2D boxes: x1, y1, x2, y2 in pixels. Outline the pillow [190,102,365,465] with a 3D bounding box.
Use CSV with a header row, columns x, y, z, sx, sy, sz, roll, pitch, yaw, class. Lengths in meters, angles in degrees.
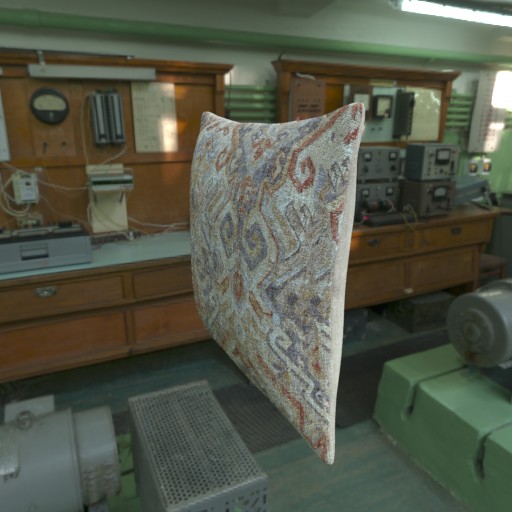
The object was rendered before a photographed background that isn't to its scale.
x,y,z,sx,sy,sz,roll,pitch,yaw,class
0.000,0.000,0.799,0.166,0.506,0.523,-8,19,-25,pillow
